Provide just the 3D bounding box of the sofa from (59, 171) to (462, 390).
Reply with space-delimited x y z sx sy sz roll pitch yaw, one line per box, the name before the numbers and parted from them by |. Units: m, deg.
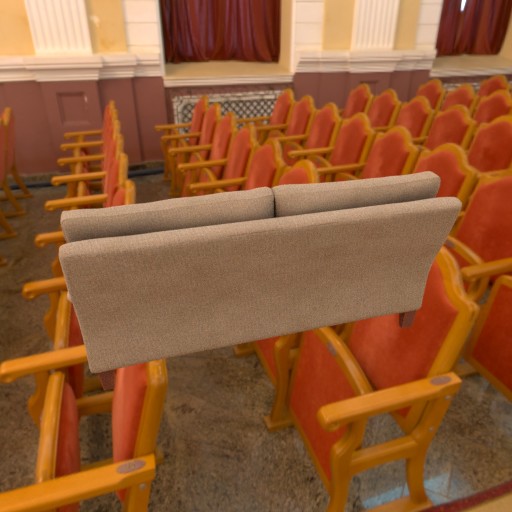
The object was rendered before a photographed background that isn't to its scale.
sofa | 0.000 0.000 2.850 2.193 1.096 1.069 -8 28 -15
